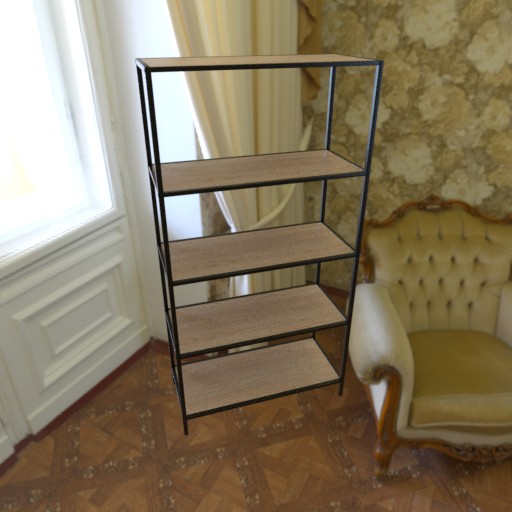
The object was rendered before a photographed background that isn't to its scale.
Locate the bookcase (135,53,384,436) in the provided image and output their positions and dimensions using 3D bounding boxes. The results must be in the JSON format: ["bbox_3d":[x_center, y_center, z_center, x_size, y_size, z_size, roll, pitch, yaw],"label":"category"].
[{"bbox_3d":[0.000,0.000,1.844,0.770,1.500,0.350,-9,29,-16],"label":"bookcase"}]
